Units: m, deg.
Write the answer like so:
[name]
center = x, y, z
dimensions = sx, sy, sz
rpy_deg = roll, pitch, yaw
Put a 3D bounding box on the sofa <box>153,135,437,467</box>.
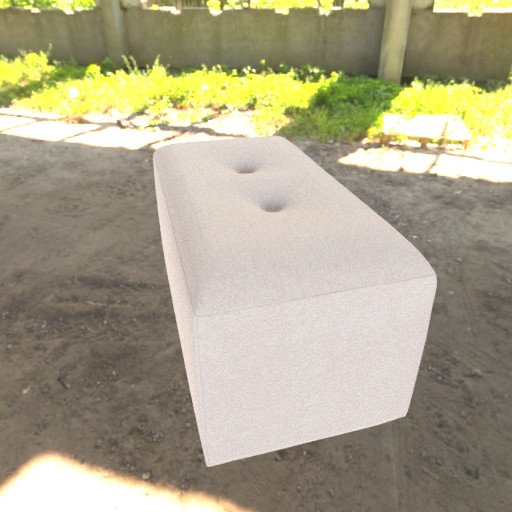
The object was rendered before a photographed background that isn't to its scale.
[sofa]
center = 0.000, 0.000, 1.235
dimensions = 0.480, 0.470, 0.930
rpy_deg = -8, 31, -13
